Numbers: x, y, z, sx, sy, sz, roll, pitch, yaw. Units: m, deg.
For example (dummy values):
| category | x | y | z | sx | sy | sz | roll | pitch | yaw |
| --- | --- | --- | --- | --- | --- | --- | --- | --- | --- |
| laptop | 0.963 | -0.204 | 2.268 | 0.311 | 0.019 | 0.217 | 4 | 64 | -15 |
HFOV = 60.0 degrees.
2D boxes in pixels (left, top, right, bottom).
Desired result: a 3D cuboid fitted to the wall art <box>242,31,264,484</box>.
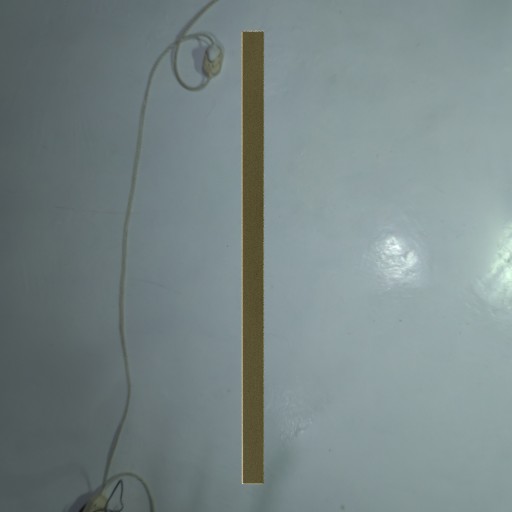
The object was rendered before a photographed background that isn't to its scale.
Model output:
| category | x | y | z | sx | sy | sz | roll | pitch | yaw |
| --- | --- | --- | --- | --- | --- | --- | --- | --- | --- |
| wall art | 0.000 | 0.000 | 1.126 | 0.037 | 0.763 | 0.763 | 0 | 91 | 1 |
